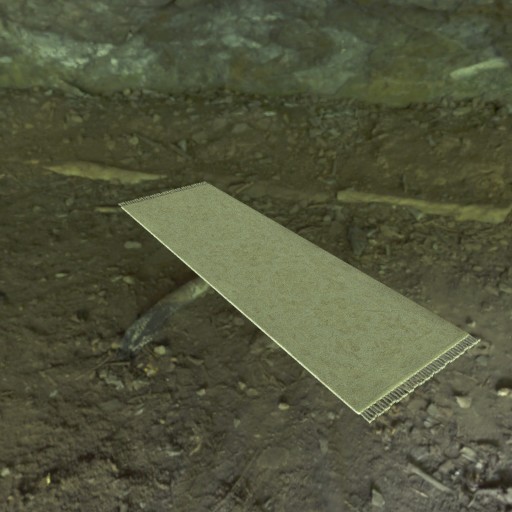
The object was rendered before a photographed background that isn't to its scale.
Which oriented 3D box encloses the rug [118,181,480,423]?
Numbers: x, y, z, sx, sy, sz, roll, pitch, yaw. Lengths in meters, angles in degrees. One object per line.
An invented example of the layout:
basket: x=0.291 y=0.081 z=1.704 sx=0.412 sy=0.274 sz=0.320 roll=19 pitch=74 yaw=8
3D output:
rug: x=0.000 y=0.000 z=2.800 sx=0.795 sy=0.015 sz=2.544 roll=-21 pitch=37 yaw=-31
